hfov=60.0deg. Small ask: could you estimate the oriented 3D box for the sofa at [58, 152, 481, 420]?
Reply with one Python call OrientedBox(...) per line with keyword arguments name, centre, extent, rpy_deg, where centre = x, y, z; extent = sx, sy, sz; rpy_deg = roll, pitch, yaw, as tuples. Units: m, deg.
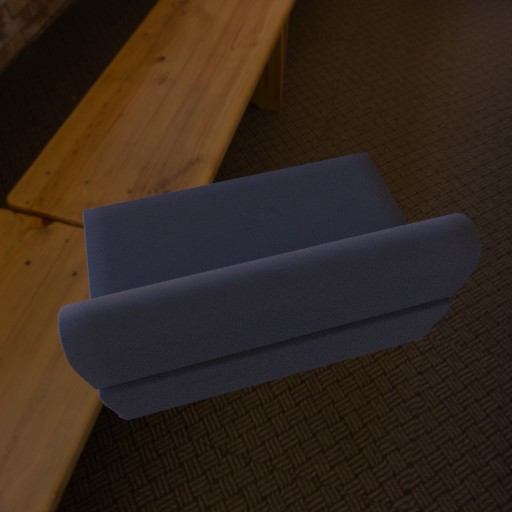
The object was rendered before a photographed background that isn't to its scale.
OrientedBox(name="sofa", centre=(0.000, 0.000, 1.642), extent=(1.219, 0.660, 0.762), rpy_deg=(-13, 59, -8))
